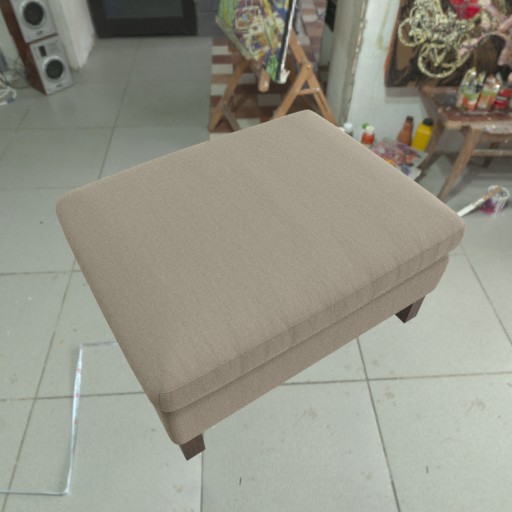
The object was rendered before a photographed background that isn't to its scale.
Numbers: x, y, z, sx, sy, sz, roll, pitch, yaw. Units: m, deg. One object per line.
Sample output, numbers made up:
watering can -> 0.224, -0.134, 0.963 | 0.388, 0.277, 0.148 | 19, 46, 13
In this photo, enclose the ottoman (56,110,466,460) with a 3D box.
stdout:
ottoman -> 0.000, 0.000, 1.109 | 0.771, 0.420, 0.606 | -25, 52, -21
